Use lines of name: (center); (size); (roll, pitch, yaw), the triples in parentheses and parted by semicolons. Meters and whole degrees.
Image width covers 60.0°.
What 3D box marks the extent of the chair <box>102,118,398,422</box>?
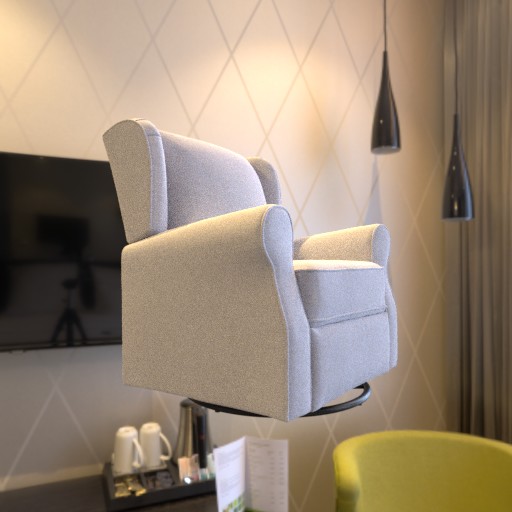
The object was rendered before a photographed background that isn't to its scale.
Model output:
chair: (0.000, 0.000, 1.682); (0.854, 0.967, 0.906); (-1, -2, 37)
